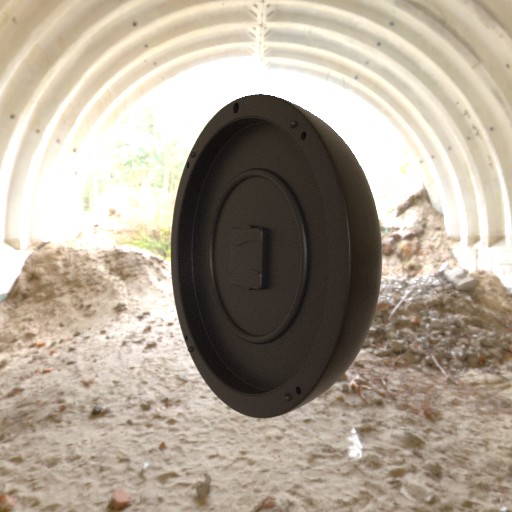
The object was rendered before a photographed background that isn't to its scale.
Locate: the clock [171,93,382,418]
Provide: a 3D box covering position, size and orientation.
[{"bbox_3d":[0.000,0.000,0.441,0.060,0.300,0.300,-1,2,-35],"label":"clock"}]
